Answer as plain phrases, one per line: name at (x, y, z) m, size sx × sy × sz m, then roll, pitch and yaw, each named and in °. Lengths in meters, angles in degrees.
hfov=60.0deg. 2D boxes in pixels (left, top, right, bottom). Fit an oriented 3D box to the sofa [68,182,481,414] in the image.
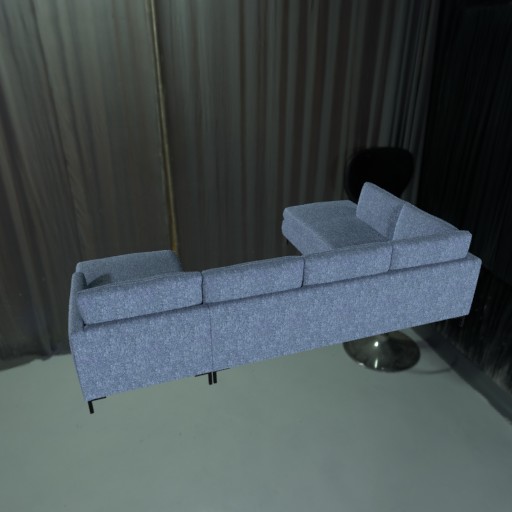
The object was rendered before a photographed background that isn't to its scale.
sofa at (0.000, 0.000, 3.543) m, size 2.737 × 0.756 × 1.879 m, roll -9°, pitch 27°, yaw -17°
